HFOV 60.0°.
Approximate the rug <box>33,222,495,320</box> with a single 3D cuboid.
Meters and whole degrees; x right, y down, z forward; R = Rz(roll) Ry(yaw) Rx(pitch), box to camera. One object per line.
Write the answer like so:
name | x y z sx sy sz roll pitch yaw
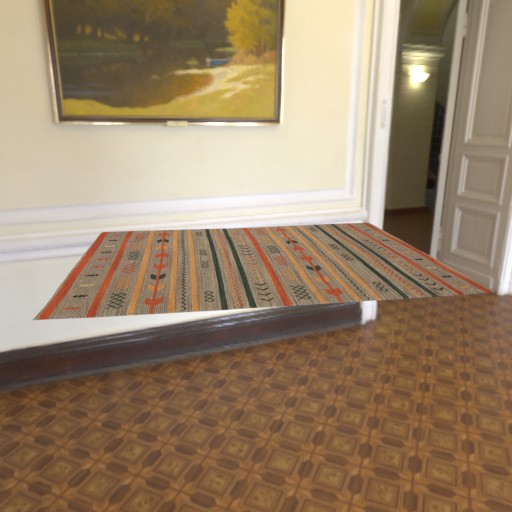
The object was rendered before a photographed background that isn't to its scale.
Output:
rug | 0.000 0.000 3.914 3.029 0.022 2.263 -3 17 -8
